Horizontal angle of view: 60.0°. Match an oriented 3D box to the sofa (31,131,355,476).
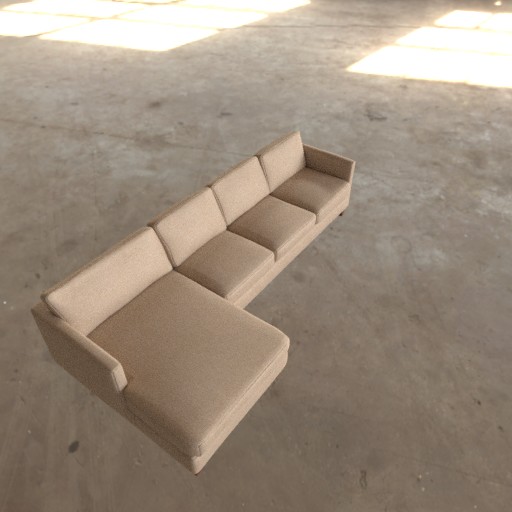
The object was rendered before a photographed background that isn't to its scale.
[{"bbox_3d":[0.000,0.000,3.766,1.502,0.876,3.201,26,47,27],"label":"sofa"}]
